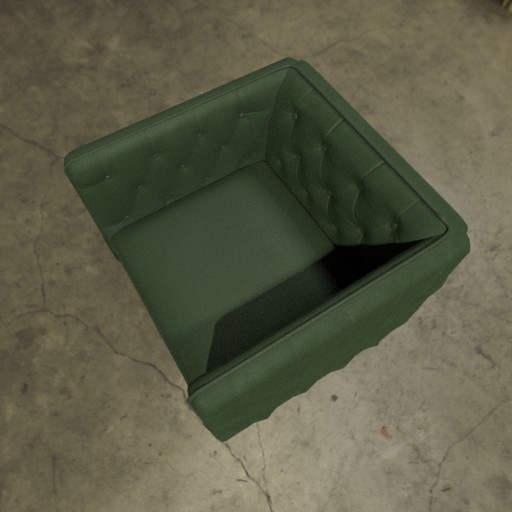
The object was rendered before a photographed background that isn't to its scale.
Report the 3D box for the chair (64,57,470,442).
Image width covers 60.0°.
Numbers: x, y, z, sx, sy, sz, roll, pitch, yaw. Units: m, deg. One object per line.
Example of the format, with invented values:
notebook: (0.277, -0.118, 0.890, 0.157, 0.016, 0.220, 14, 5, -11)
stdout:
chair: (0.000, 0.000, 1.552, 0.855, 0.768, 0.917, -29, 66, -14)
